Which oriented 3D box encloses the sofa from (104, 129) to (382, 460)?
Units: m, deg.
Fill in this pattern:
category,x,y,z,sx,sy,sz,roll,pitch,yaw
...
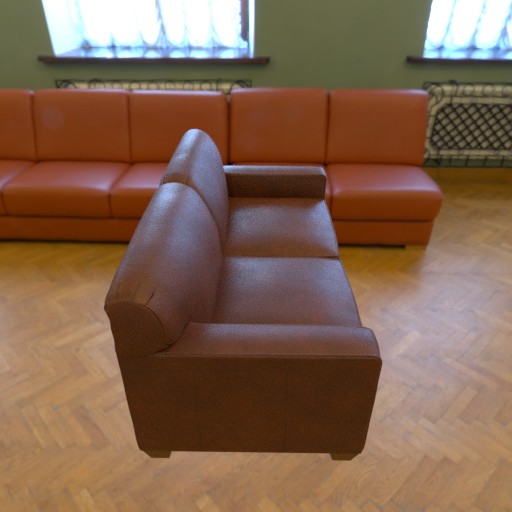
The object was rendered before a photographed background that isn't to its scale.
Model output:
category,x,y,z,sx,sy,sz,roll,pitch,yaw
sofa,0.000,0.000,2.419,1.000,0.966,1.856,0,33,1
